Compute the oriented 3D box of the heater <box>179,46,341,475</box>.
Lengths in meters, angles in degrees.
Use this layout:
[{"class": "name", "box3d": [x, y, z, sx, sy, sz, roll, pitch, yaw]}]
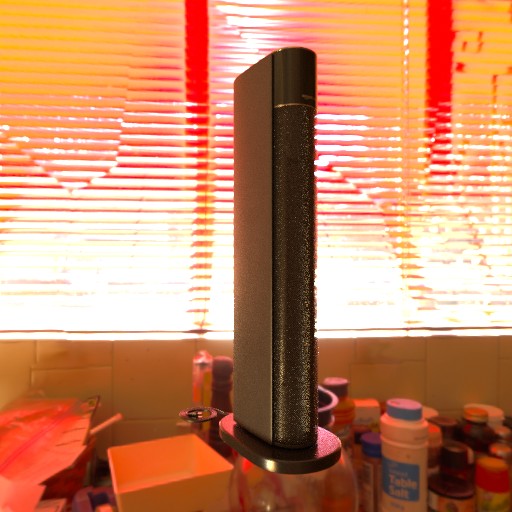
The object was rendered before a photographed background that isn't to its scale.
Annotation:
[{"class": "heater", "box3d": [0.000, 0.000, 1.058, 0.214, 0.856, 0.458, 0, -1, -35]}]
